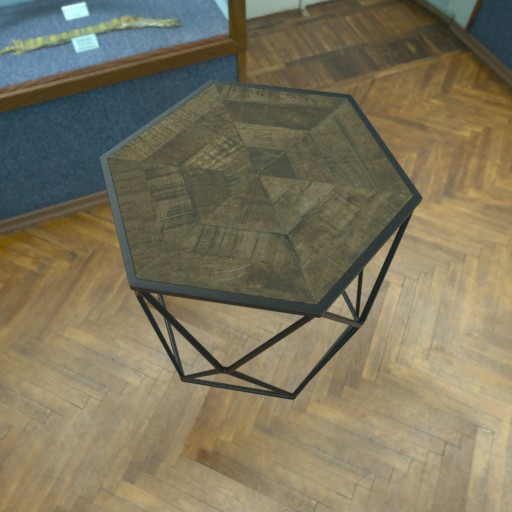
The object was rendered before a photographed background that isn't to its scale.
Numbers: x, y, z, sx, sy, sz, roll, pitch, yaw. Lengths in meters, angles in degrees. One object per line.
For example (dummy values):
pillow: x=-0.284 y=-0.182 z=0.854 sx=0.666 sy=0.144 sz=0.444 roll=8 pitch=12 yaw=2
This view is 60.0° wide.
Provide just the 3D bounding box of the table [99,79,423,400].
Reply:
table: x=0.000 y=0.000 z=1.048 sx=0.579 sy=0.564 sz=0.578 roll=-17 pitch=60 yaw=-10
